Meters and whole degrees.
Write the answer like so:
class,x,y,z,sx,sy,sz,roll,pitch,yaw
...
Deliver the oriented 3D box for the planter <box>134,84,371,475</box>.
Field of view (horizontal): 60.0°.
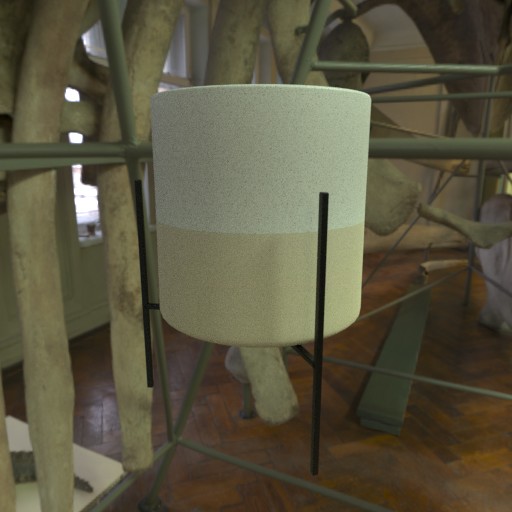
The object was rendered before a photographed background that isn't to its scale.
class,x,y,z,sx,sy,sz,roll,pitch,yaw
planter,0.000,0.000,0.545,0.263,0.362,0.267,7,15,26
